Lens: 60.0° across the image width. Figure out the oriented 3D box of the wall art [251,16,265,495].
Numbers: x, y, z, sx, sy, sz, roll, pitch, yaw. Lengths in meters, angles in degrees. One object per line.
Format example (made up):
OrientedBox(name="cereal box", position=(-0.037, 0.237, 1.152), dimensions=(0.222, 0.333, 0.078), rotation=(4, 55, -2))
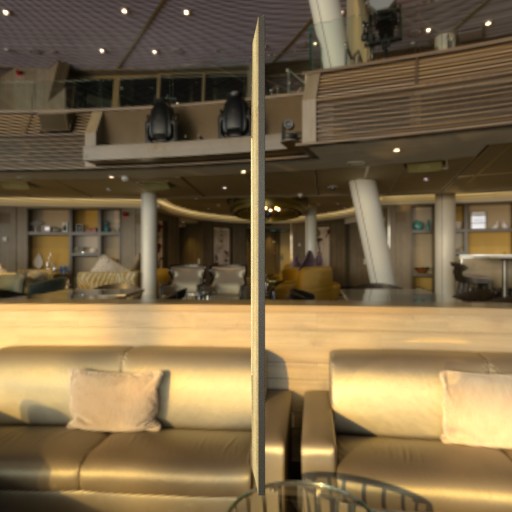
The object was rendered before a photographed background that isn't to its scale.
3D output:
OrientedBox(name="wall art", position=(0.000, 0.000, 0.889), dimensions=(0.018, 0.660, 0.559), rotation=(0, 0, -1))
